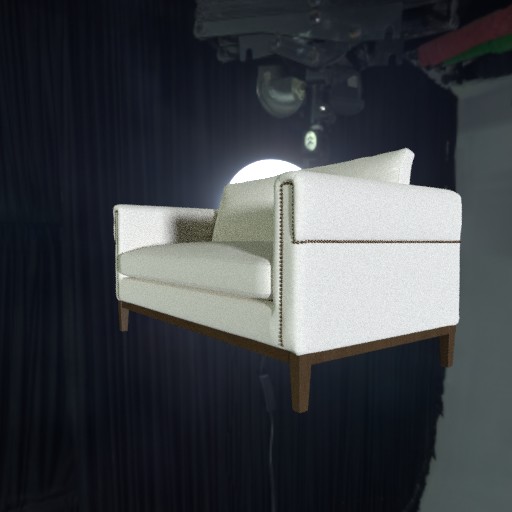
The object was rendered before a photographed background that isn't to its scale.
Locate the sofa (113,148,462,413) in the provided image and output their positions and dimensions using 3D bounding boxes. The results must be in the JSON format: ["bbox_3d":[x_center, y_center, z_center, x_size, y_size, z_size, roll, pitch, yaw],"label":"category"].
[{"bbox_3d":[0.000,0.000,2.141,0.905,0.873,1.598,-1,2,-36],"label":"sofa"}]
